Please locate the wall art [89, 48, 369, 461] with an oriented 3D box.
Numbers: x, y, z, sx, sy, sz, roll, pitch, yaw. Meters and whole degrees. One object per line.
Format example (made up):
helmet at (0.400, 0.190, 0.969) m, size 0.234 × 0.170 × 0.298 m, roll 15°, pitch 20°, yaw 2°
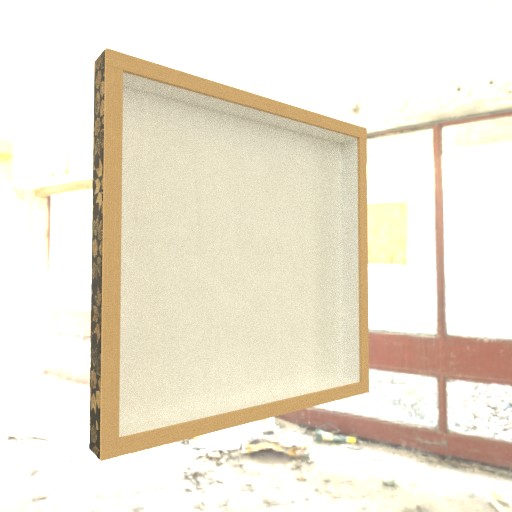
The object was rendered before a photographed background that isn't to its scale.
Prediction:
wall art at (0.000, 0.000, 0.571) m, size 0.405 × 0.405 × 0.038 m, roll 2°, pitch -3°, yaw -38°
